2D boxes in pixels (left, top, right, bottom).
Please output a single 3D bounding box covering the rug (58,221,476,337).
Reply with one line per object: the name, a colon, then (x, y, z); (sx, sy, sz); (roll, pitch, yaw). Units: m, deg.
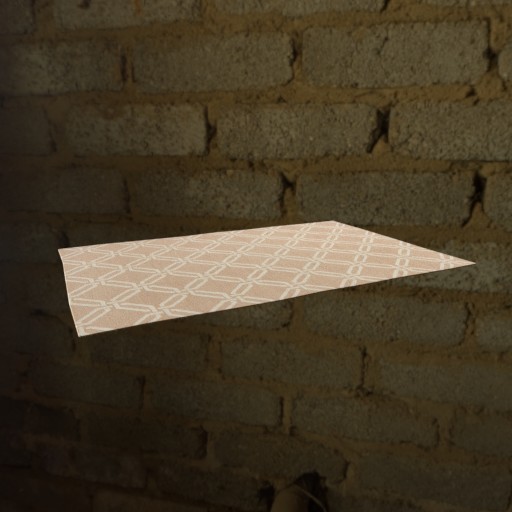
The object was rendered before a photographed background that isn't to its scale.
rug: (0.000, 0.000, 2.182); (1.745, 0.010, 1.146); (-8, 17, -25)
